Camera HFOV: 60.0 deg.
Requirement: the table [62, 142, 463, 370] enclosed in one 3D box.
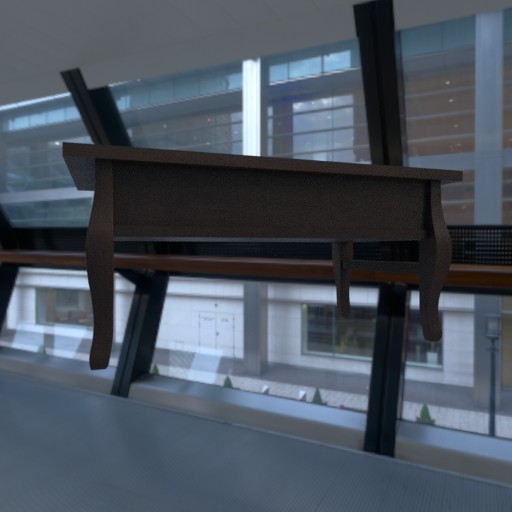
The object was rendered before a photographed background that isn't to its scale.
[{"bbox_3d":[0.000,0.000,1.384,1.062,0.494,0.600,0,1,-19],"label":"table"}]
